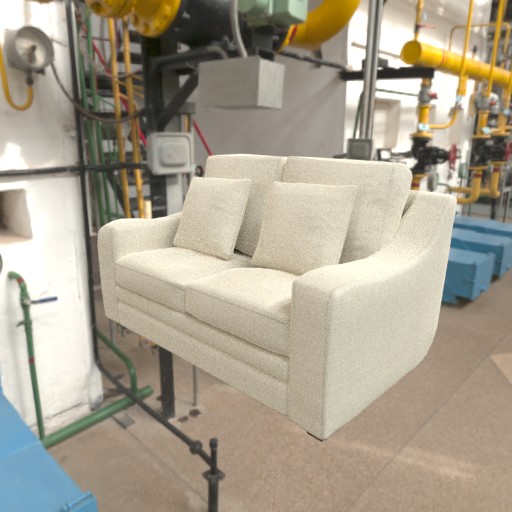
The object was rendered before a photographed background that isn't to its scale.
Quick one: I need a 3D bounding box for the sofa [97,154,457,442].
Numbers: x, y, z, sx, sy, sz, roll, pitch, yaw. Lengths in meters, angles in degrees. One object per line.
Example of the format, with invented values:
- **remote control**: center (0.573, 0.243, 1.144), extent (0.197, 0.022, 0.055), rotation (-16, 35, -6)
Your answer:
- **sofa**: center (0.000, 0.000, 2.416), extent (1.744, 1.047, 1.040), rotation (15, 21, 42)
